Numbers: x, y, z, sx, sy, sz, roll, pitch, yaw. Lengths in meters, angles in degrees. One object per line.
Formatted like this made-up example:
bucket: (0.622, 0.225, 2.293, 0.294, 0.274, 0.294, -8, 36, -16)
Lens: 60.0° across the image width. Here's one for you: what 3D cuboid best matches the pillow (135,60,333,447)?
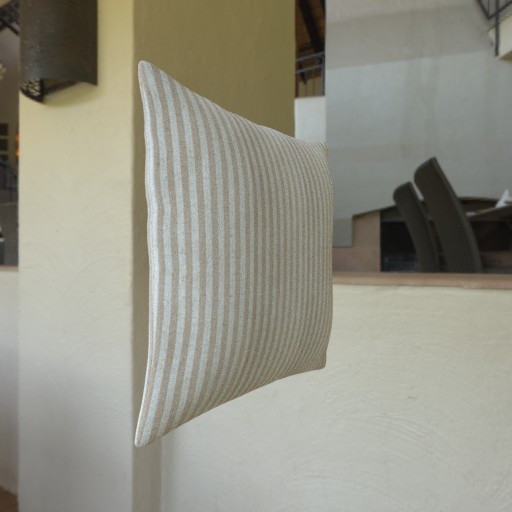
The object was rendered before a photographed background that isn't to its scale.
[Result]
pillow: (0.000, 0.000, 0.791, 0.166, 0.510, 0.523, 0, -1, 37)
